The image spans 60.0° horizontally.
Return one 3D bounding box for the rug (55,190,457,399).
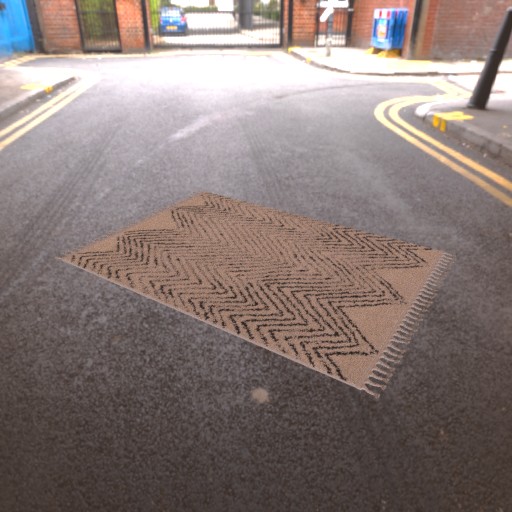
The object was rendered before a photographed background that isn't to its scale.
[{"bbox_3d":[0.000,0.000,2.416,1.847,0.014,1.230,18,34,29],"label":"rug"}]
